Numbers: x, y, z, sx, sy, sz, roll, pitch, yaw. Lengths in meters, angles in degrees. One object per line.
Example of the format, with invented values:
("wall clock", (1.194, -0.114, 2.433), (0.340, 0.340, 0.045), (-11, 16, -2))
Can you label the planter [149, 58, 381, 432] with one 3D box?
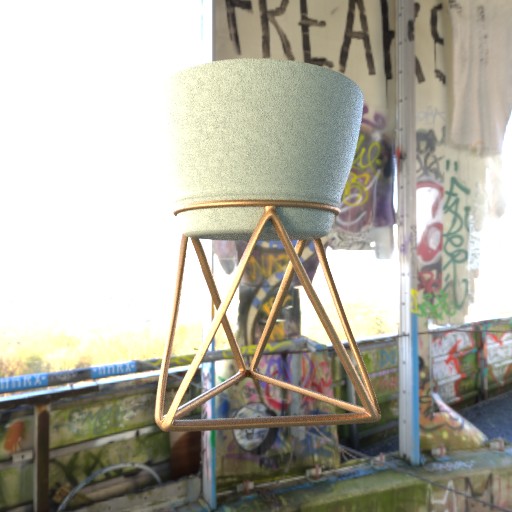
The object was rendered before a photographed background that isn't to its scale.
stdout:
("planter", (0.000, 0.000, 0.739), (0.350, 0.504, 0.350), (1, -1, -37))
